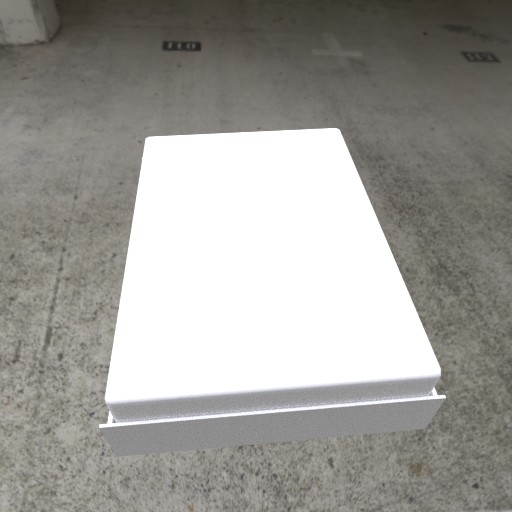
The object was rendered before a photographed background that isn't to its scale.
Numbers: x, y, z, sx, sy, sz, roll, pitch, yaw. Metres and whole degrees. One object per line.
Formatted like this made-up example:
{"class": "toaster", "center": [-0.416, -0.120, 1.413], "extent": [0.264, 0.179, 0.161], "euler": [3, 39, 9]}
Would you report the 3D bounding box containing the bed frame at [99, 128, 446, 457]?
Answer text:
{"class": "bed frame", "center": [0.000, 0.000, 2.559], "extent": [1.445, 0.497, 1.945], "euler": [-4, 46, -4]}
